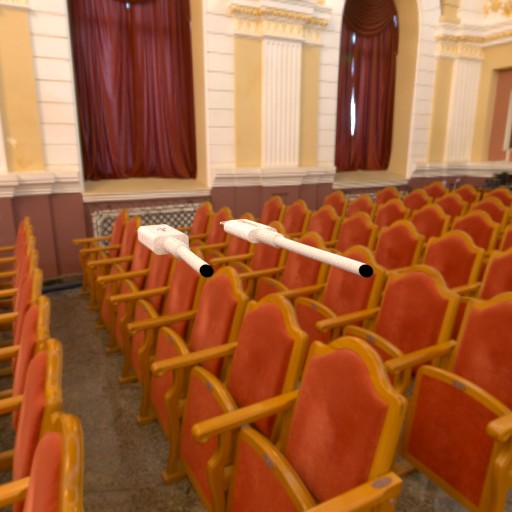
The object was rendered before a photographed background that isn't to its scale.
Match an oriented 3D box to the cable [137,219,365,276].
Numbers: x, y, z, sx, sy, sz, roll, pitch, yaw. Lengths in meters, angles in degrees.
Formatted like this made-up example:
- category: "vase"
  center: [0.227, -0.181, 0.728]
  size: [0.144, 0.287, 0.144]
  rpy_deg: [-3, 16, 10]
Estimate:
- category: "cable"
  center: [0.000, 0.000, 0.114]
  size: [0.040, 0.006, 0.098]
  rpy_deg: [-7, 15, -27]
